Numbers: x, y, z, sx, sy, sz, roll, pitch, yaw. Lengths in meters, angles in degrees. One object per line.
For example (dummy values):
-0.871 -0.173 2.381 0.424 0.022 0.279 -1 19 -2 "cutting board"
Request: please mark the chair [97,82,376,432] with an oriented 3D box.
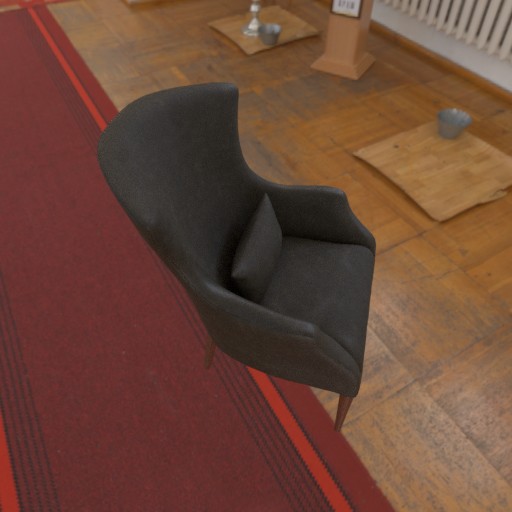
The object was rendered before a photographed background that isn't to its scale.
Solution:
0.000 0.000 1.738 0.954 1.068 0.819 11 48 10 "chair"
